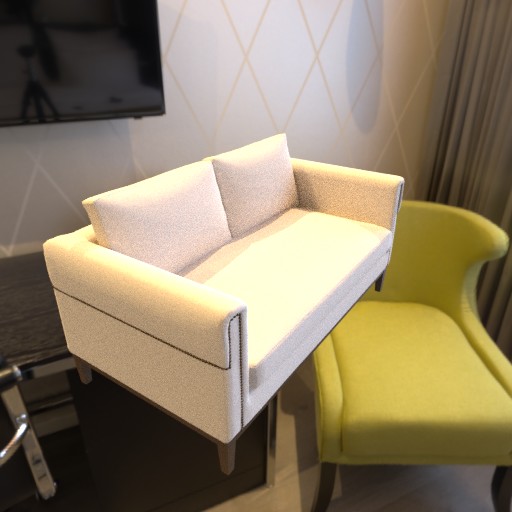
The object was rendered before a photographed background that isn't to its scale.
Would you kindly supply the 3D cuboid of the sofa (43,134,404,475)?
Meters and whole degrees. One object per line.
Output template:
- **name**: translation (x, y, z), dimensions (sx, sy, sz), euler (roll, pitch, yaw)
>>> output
- **sofa**: translation (0.000, 0.000, 2.131), dimensions (0.905, 0.873, 1.598), euler (17, 32, 30)
